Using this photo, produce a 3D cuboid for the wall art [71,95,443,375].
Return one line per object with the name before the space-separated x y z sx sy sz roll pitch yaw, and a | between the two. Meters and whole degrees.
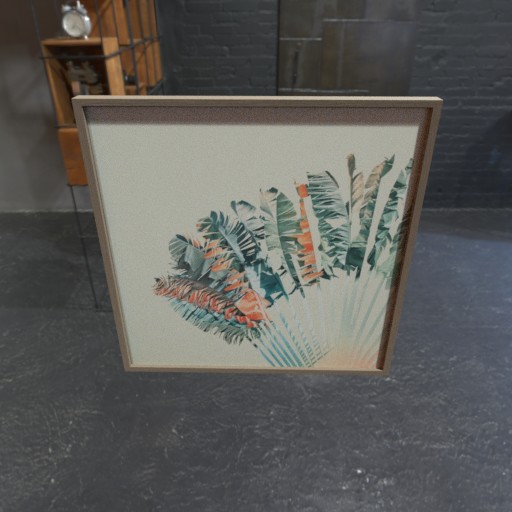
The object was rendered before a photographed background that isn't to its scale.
wall art | 0.000 0.000 1.111 0.761 0.758 0.038 1 30 1
